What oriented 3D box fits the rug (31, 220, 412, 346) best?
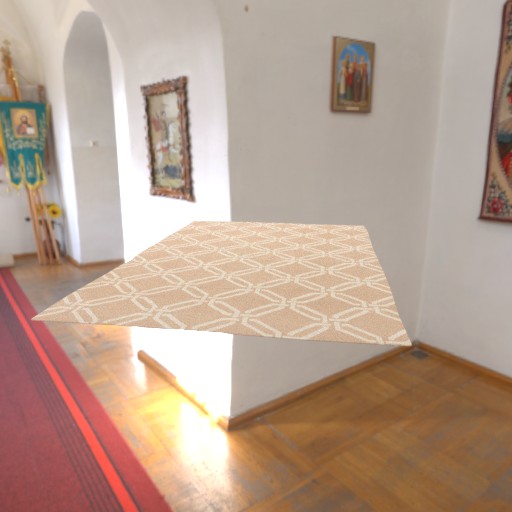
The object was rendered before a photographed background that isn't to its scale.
[{"bbox_3d":[0.000,0.000,2.111,1.146,0.010,1.745,2,15,9],"label":"rug"}]
